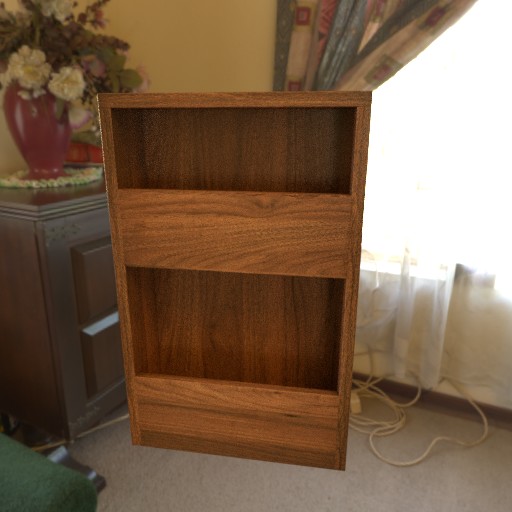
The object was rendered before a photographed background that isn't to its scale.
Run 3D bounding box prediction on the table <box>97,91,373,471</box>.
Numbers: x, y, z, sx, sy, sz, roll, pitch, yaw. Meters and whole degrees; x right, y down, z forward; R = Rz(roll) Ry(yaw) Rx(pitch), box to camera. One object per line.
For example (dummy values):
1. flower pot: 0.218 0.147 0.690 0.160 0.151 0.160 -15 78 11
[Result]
1. table: 0.000 0.000 1.559 0.660 1.041 0.786 3 17 9
